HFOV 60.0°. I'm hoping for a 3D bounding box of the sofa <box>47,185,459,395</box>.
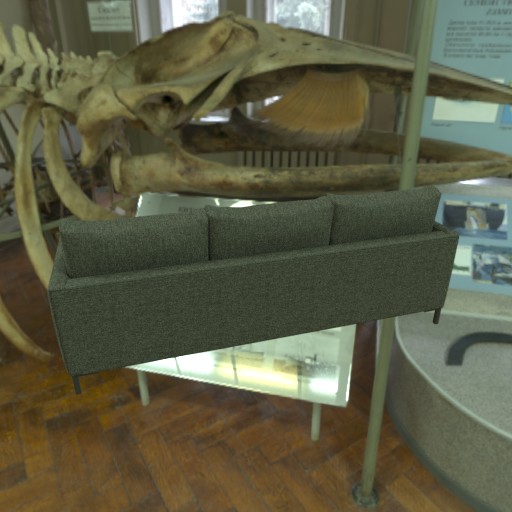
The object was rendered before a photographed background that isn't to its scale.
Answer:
[{"bbox_3d":[0.000,0.000,2.726,2.253,0.879,0.876,-7,26,-15],"label":"sofa"}]
